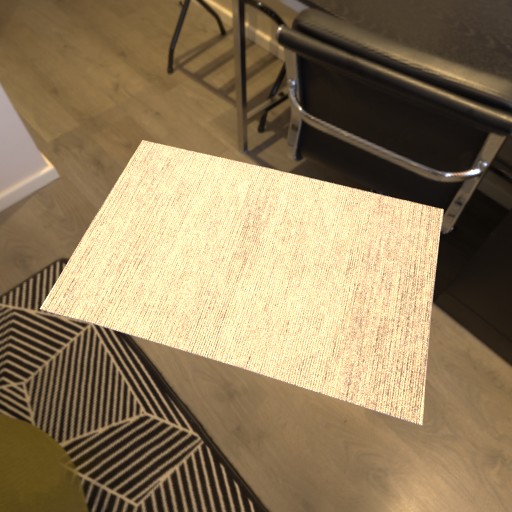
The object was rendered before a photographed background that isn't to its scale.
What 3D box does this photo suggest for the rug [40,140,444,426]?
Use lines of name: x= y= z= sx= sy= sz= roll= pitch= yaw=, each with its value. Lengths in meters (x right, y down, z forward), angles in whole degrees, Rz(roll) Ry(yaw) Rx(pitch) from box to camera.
rug: x=0.000 y=0.000 z=2.223 sx=1.773 sy=0.021 sz=1.149 roll=15 pitch=60 yaw=9
